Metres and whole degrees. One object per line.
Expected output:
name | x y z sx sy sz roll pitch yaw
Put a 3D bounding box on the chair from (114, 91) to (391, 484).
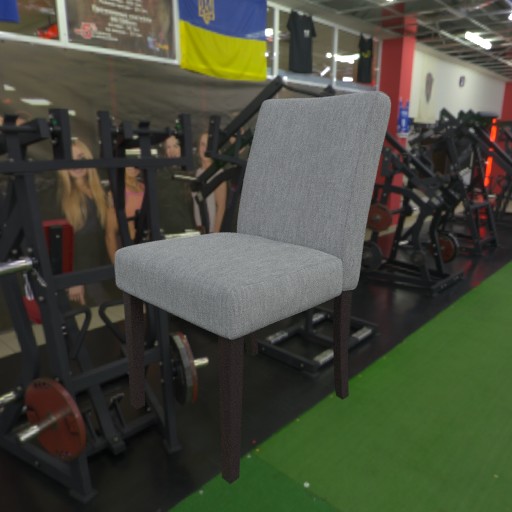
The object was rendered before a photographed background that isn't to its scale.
chair | 0.000 0.000 1.248 0.487 0.884 0.629 14 21 43
